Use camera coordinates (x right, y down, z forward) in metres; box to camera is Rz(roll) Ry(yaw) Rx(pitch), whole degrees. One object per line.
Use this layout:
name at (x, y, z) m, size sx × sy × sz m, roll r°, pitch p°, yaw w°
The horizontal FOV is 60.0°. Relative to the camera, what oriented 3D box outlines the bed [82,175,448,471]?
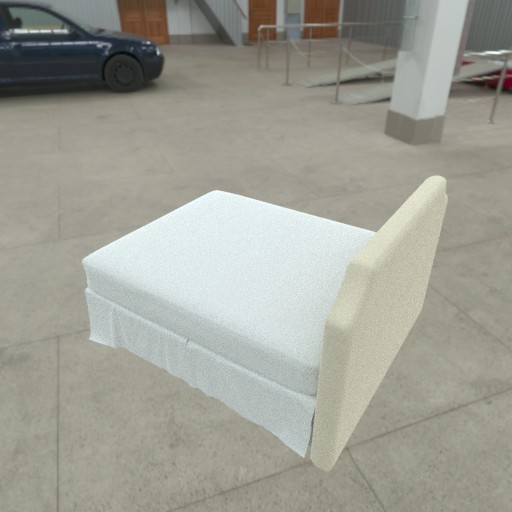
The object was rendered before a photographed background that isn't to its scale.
bed at (0.000, 0.000, 3.348) m, size 2.209 × 1.296 × 1.827 m, roll 19°, pitch 36°, yaw 29°
